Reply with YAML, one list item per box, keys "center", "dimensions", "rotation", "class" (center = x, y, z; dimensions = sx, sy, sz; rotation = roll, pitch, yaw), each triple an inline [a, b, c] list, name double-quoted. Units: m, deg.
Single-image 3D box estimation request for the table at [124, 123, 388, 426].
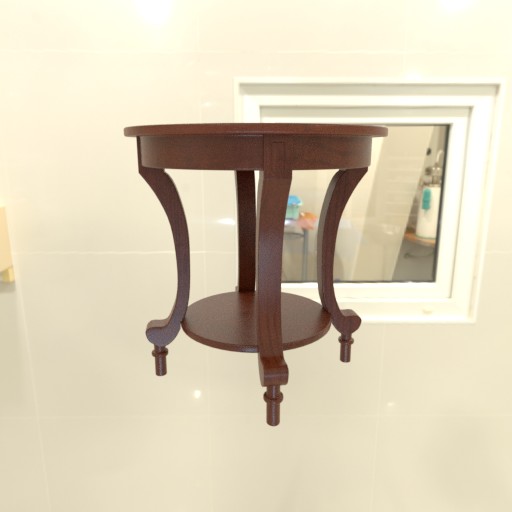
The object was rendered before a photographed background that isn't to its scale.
- center: [0.000, 0.000, 1.113]
  dimensions: [0.597, 0.612, 0.597]
  rotation: [0, 14, 0]
  class: "table"
